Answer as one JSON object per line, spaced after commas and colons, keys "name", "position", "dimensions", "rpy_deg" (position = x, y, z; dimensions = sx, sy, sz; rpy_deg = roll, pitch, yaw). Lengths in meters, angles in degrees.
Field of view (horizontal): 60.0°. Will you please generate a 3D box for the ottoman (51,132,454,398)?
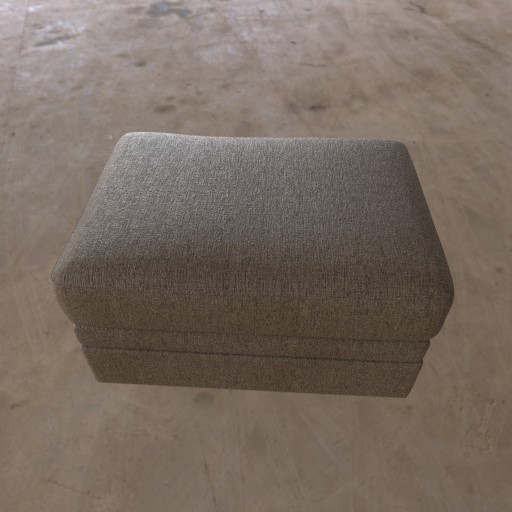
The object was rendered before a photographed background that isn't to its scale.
{"name": "ottoman", "position": [0.000, 0.000, 1.256], "dimensions": [0.885, 0.478, 0.637], "rpy_deg": [2, 46, 2]}
